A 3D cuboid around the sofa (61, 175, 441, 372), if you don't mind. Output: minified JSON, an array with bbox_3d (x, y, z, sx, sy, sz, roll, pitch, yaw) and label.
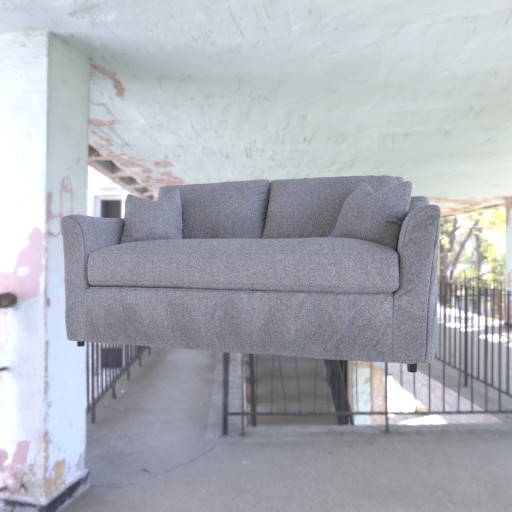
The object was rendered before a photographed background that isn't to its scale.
[{"bbox_3d":[0.000,0.000,2.660,2.010,1.018,1.072,0,0,19],"label":"sofa"}]
